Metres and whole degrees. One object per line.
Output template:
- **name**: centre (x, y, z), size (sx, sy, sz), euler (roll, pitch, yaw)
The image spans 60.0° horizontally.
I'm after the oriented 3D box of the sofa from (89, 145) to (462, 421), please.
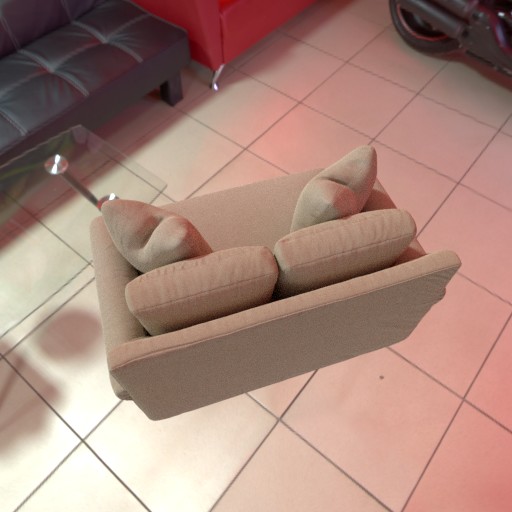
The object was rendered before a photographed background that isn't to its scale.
- **sofa**: centre (0.000, 0.000, 2.233), size (1.550, 0.905, 1.070), euler (-15, 58, -10)
